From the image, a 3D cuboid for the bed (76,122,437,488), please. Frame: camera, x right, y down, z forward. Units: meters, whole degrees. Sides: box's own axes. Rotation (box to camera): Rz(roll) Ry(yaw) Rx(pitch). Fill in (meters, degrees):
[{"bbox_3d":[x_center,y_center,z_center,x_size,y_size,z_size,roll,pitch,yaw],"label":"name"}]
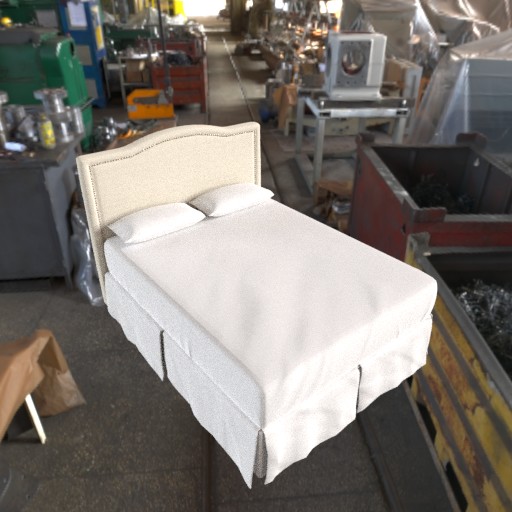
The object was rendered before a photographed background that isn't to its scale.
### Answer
[{"bbox_3d":[0.000,0.000,3.259,1.741,1.449,2.196,-22,37,-33],"label":"bed"}]
